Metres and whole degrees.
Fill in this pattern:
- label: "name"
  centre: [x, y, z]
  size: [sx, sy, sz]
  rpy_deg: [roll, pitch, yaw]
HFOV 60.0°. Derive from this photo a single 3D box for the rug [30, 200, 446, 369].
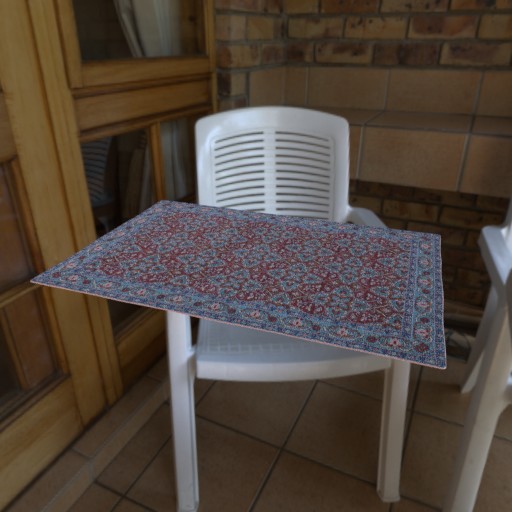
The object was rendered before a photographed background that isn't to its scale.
- label: "rug"
  centre: [0.000, 0.000, 2.318]
  size: [1.829, 0.009, 1.219]
  rpy_deg: [9, 28, 17]
